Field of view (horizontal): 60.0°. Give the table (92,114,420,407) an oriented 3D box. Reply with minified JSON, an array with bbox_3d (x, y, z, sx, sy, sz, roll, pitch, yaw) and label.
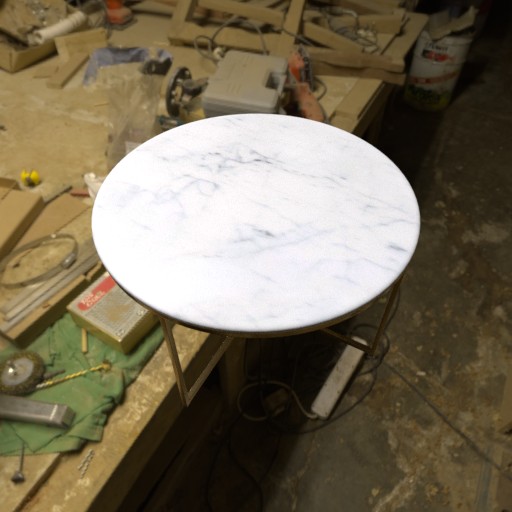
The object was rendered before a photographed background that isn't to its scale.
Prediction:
[{"bbox_3d":[0.000,0.000,1.272,0.800,0.450,0.800,0,47,0],"label":"table"}]
